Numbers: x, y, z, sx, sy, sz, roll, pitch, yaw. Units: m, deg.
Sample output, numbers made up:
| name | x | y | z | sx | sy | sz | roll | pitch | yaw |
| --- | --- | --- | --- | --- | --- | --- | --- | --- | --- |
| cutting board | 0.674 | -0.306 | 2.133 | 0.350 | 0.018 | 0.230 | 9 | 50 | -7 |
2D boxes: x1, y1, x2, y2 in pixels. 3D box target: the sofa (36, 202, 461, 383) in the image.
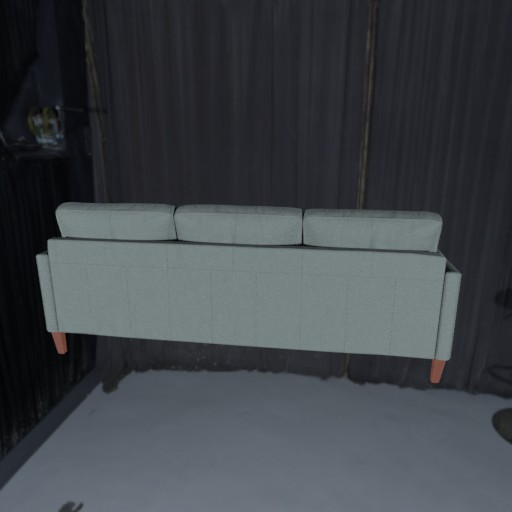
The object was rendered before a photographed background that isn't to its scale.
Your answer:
| name | x | y | z | sx | sy | sz | roll | pitch | yaw |
| --- | --- | --- | --- | --- | --- | --- | --- | --- | --- |
| sofa | 0.000 | 0.000 | 2.970 | 2.178 | 0.876 | 1.506 | 2 | 16 | 8 |
